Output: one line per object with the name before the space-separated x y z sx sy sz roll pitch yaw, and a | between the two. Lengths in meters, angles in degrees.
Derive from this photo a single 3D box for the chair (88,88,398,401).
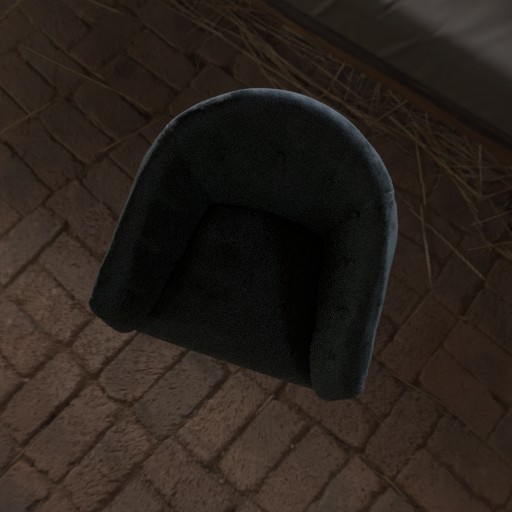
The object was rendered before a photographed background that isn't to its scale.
chair | 0.000 0.000 1.538 0.851 0.885 0.776 17 76 4
